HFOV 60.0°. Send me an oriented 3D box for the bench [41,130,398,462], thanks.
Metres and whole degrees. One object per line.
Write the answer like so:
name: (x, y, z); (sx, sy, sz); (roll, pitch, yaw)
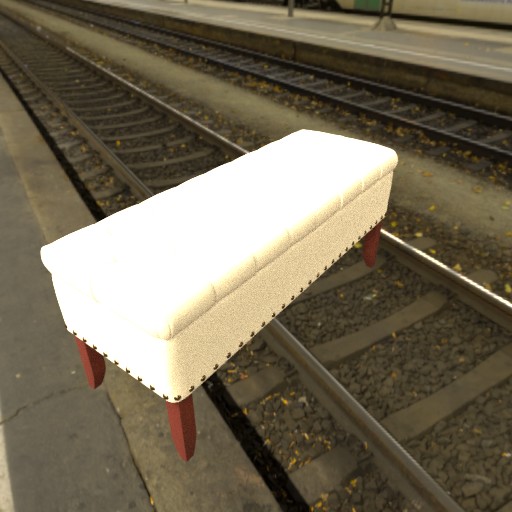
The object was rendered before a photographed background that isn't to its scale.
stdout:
bench: (0.000, 0.000, 1.315); (0.400, 0.470, 1.054); (22, 39, 31)
